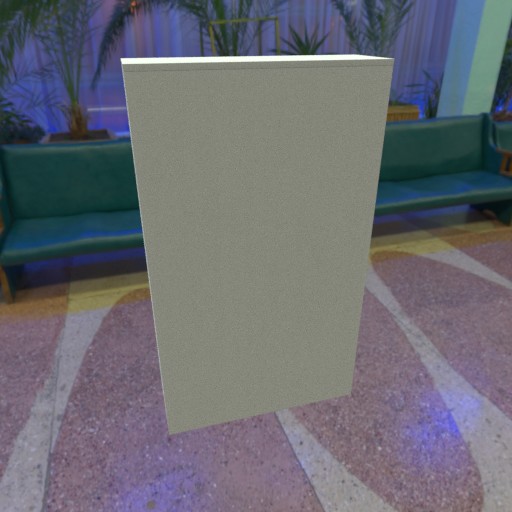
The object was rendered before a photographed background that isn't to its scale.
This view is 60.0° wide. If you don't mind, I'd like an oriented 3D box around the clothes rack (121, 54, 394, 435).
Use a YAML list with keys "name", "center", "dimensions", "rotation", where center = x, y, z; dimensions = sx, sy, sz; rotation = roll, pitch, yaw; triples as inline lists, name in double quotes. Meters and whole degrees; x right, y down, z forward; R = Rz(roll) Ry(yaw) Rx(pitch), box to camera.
- name: "clothes rack"
  center: [0.000, 0.000, 1.570]
  dimensions: [0.750, 1.280, 0.250]
  rotation: [-8, 28, -14]
